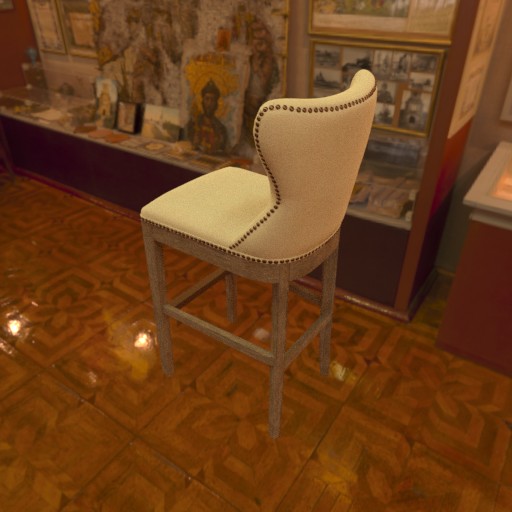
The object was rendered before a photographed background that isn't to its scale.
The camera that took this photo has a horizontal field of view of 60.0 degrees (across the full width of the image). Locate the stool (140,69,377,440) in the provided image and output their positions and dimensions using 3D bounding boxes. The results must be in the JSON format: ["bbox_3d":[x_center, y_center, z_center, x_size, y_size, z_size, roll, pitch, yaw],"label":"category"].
[{"bbox_3d":[0.000,0.000,1.446,0.606,1.123,0.494,22,39,30],"label":"stool"}]
